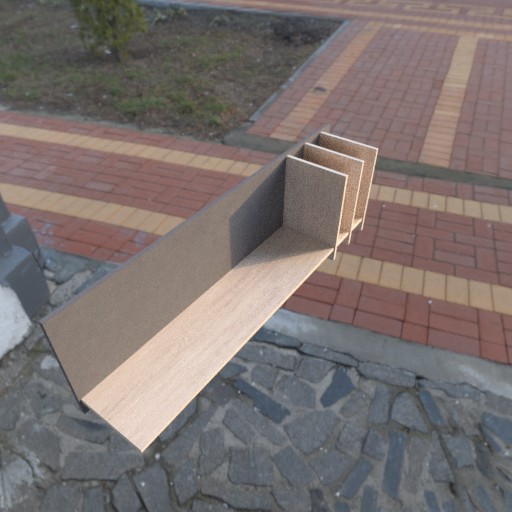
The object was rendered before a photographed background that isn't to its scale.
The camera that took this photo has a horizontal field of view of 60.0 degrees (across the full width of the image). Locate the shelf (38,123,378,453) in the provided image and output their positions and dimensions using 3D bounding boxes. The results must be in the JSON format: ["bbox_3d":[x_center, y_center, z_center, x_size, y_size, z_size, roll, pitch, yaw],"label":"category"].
[{"bbox_3d":[0.000,0.000,1.143,0.200,0.300,1.020,26,47,27],"label":"shelf"}]
